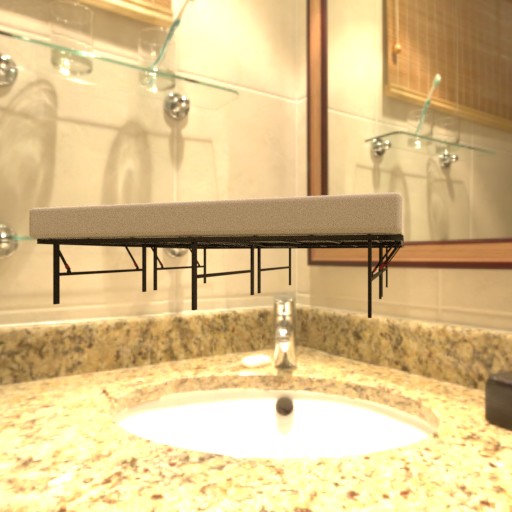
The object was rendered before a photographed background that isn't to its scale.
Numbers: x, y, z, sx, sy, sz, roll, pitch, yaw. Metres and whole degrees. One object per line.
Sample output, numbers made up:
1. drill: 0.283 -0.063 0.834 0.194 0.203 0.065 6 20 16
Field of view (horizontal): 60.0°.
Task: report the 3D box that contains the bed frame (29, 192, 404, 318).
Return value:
1. bed frame: 0.000 0.000 3.057 1.935 0.525 2.033 0 0 19
